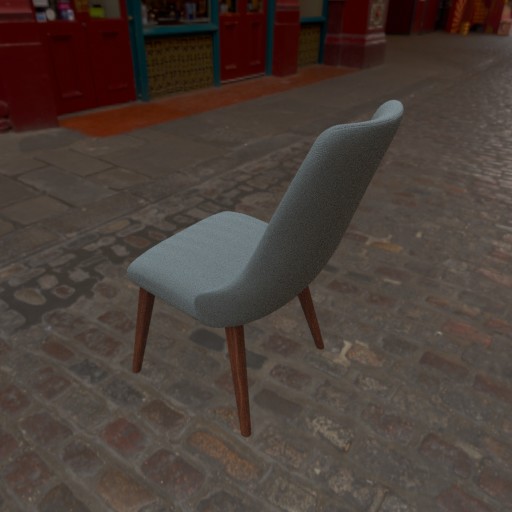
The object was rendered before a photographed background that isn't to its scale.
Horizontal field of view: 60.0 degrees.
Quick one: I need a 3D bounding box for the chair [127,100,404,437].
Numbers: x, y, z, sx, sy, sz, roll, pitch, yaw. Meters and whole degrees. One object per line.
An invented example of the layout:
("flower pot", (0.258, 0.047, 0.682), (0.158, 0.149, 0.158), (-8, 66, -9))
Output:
("chair", (0.000, 0.000, 1.320), (0.707, 0.918, 0.535), (21, 36, 31))
